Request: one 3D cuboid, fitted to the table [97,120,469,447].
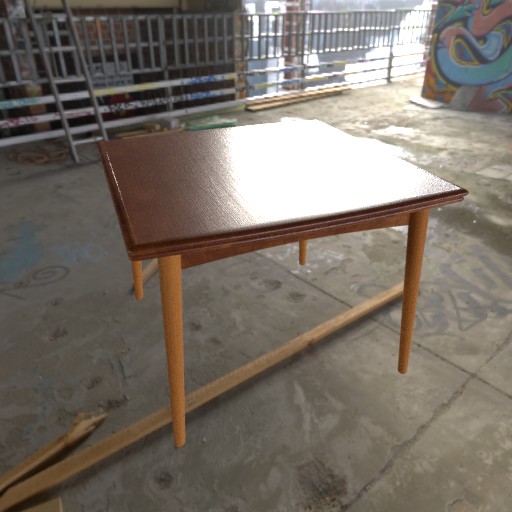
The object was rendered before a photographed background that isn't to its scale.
[{"bbox_3d":[0.000,0.000,1.720,0.991,0.754,0.991,-11,32,-18],"label":"table"}]
